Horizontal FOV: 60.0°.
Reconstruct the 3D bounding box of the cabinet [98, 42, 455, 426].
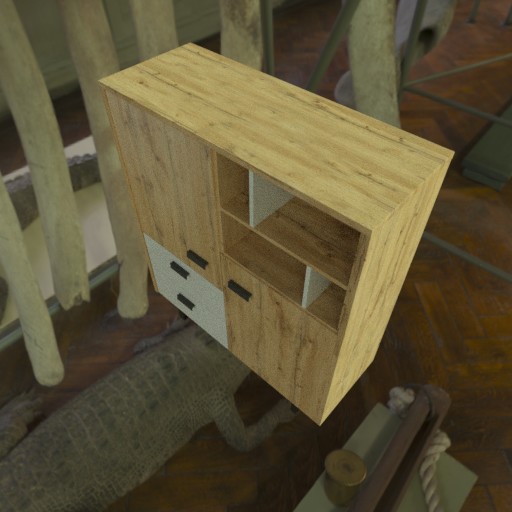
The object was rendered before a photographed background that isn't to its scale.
[{"bbox_3d":[0.000,0.000,1.980,1.168,1.397,0.473,34,56,27],"label":"cabinet"}]
